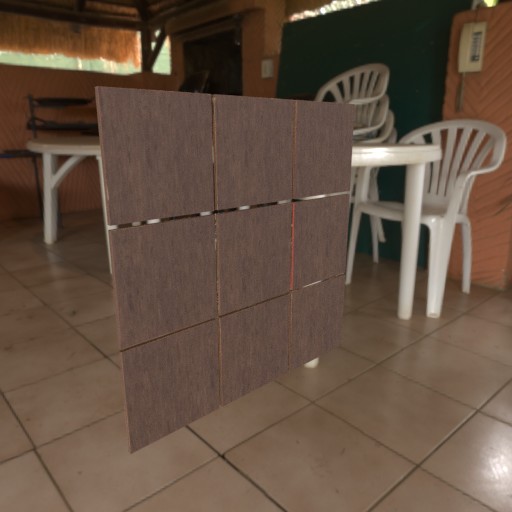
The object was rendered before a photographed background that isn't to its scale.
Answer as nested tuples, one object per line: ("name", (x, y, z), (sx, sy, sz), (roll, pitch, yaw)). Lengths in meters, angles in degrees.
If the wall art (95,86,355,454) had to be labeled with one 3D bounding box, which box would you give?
("wall art", (0.000, 0.000, 1.354), (0.915, 0.914, 0.013), (-14, 21, -41))
